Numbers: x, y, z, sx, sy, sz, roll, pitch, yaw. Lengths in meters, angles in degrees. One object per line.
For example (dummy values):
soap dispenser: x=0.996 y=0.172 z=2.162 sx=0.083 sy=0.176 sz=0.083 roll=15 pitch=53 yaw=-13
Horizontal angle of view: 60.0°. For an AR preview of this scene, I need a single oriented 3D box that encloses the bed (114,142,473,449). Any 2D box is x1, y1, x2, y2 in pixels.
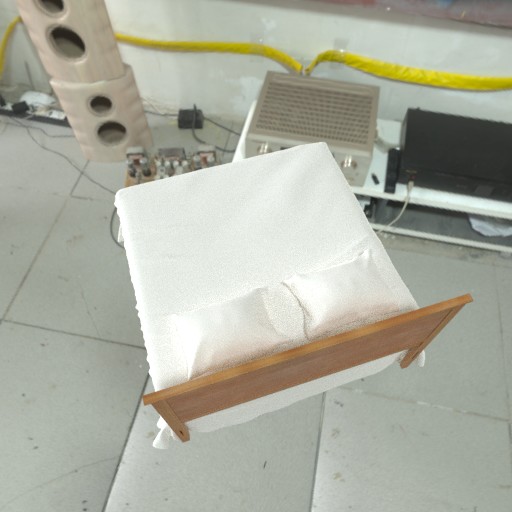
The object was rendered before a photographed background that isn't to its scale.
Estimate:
bed: x=0.000 y=0.000 z=3.578 sx=2.317 sy=1.270 sz=2.215 roll=-15 pitch=59 yaw=-9
